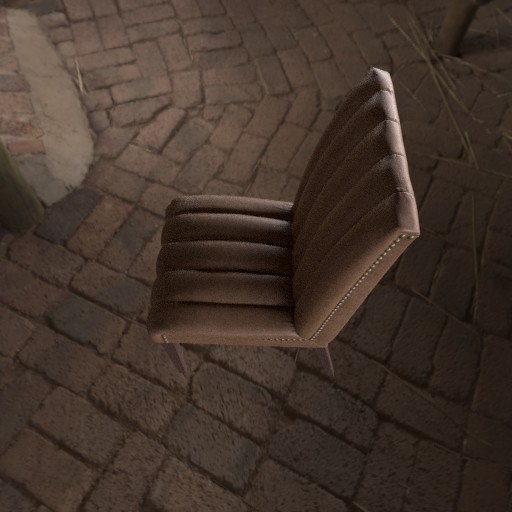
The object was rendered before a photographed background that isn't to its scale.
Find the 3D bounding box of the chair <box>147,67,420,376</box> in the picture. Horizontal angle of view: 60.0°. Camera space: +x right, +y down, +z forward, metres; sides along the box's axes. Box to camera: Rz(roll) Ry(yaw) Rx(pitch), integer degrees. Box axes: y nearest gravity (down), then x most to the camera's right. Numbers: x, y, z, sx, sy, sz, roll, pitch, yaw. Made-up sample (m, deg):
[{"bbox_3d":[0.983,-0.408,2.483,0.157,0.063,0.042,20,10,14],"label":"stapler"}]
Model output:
[{"bbox_3d":[0.000,0.000,1.379,0.647,1.016,0.511,2,59,1],"label":"chair"}]
